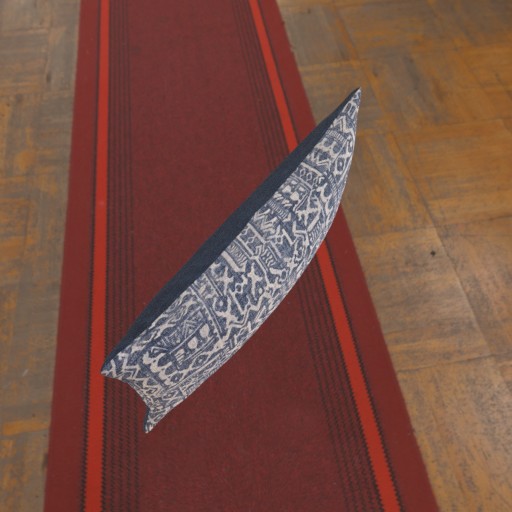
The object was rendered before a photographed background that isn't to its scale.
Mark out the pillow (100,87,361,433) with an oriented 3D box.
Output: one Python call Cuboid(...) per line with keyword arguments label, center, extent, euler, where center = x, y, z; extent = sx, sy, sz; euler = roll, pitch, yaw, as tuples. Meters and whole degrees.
Cuboid(label="pillow", center=(0.000, 0.000, 0.749), extent=(0.148, 0.292, 0.631), euler=(31, 63, 18))
